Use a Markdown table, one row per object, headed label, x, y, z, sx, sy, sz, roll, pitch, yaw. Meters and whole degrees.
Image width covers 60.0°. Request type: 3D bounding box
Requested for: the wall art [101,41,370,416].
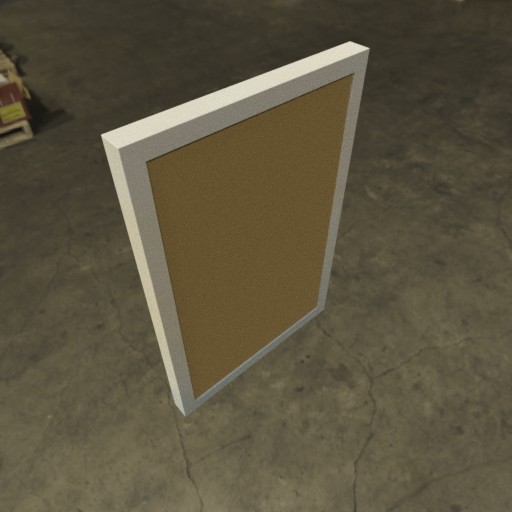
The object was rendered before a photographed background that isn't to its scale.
| label | x | y | z | sx | sy | sz | roll | pitch | yaw |
| --- | --- | --- | --- | --- | --- | --- | --- | --- | --- |
| wall art | 0.000 | 0.000 | 0.774 | 0.408 | 0.611 | 0.038 | -32 | 53 | -28 |
